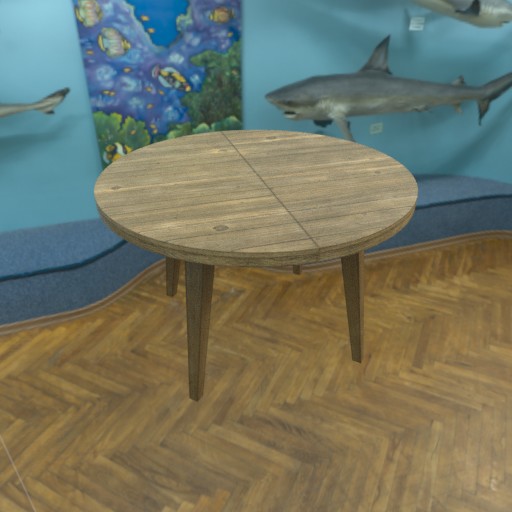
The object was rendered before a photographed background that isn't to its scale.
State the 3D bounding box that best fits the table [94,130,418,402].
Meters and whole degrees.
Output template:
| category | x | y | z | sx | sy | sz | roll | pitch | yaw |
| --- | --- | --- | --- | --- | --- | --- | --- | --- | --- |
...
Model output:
| category | x | y | z | sx | sy | sz | roll | pitch | yaw |
| --- | --- | --- | --- | --- | --- | --- | --- | --- | --- |
| table | 0.000 | 0.000 | 1.937 | 1.213 | 0.764 | 1.213 | 0 | 31 | 0 |
